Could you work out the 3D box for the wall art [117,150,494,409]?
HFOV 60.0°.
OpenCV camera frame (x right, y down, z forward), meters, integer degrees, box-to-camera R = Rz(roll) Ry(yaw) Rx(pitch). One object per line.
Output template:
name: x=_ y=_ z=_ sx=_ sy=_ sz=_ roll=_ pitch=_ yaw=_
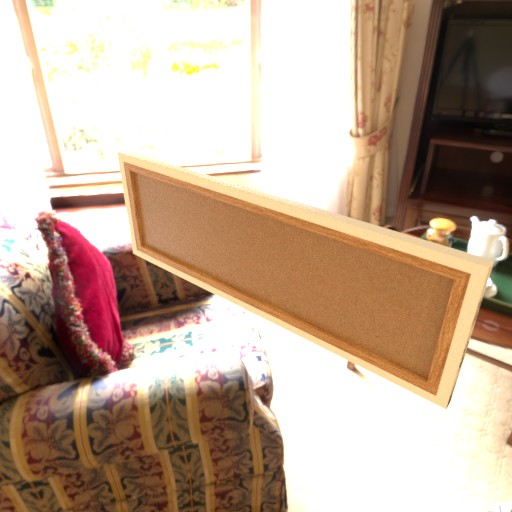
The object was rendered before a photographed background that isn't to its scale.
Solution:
wall art: x=0.000 y=0.000 z=1.648 sx=1.520 sy=0.507 sz=0.044 roll=22 pitch=37 yaw=33
